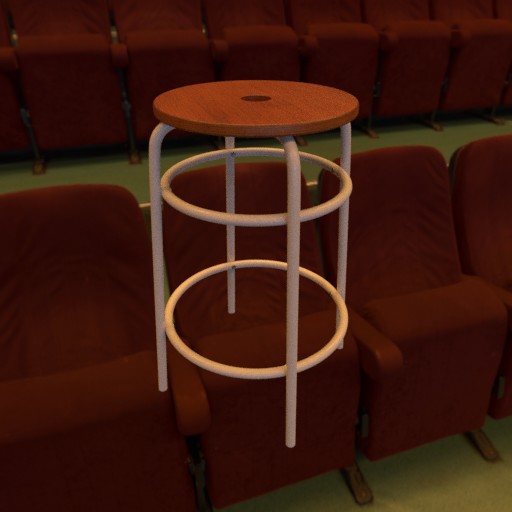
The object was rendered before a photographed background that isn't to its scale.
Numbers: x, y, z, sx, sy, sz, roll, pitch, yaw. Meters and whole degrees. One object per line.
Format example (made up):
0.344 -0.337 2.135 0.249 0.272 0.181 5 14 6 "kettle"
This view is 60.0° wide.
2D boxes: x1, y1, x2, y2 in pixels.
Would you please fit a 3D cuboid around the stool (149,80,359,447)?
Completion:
0.000 0.000 0.890 0.455 0.610 0.455 -10 33 -15 "stool"
